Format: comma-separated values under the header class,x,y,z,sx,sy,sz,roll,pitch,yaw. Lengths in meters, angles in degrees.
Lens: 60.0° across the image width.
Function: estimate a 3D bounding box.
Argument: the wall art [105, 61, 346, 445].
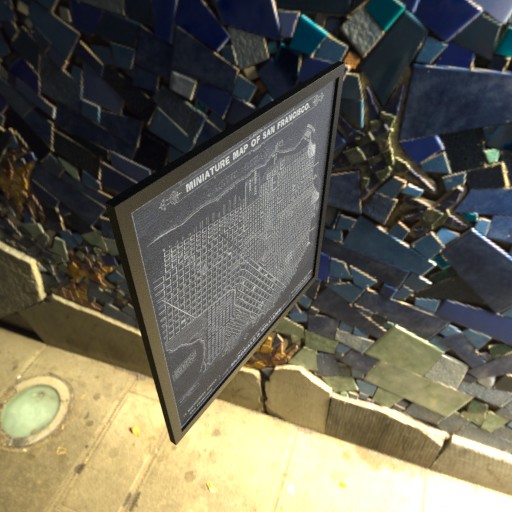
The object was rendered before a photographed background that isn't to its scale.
class,x,y,z,sx,sy,sz,roll,pitch,yaw
wall art,0.000,0.000,1.212,0.022,0.807,0.807,25,47,25
